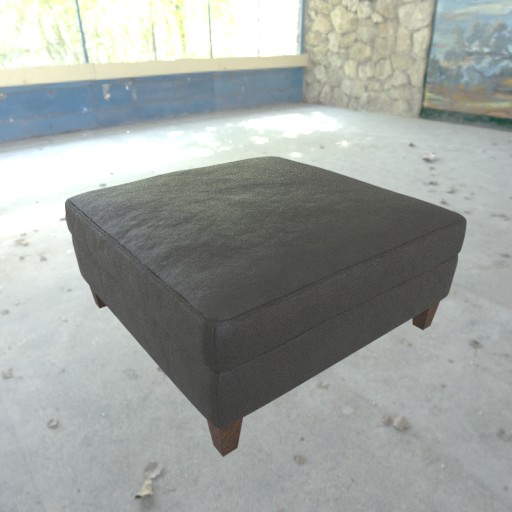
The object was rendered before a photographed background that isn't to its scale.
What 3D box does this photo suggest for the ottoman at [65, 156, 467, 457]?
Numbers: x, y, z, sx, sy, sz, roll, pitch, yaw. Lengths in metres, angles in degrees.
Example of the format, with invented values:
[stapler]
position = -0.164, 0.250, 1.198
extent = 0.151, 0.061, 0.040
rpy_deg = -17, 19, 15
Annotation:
[ottoman]
position = 0.000, 0.000, 1.306
extent = 0.844, 0.415, 0.836
rpy_deg = -19, 33, -33
